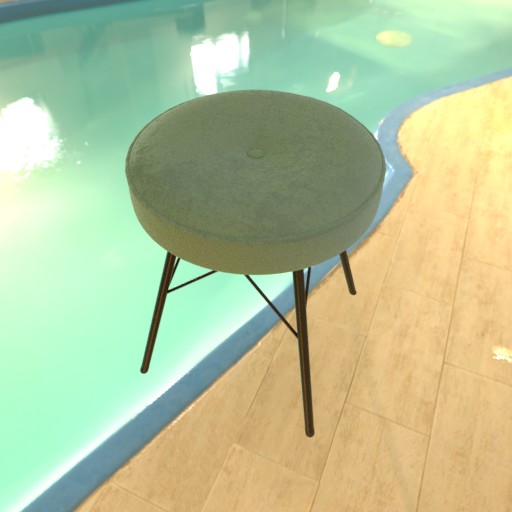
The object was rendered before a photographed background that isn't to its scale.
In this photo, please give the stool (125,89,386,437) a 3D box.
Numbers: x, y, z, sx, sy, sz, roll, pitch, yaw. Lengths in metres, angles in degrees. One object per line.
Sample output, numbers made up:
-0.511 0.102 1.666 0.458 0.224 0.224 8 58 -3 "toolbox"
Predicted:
0.000 0.000 0.878 0.457 0.519 0.458 23 51 20 "stool"
